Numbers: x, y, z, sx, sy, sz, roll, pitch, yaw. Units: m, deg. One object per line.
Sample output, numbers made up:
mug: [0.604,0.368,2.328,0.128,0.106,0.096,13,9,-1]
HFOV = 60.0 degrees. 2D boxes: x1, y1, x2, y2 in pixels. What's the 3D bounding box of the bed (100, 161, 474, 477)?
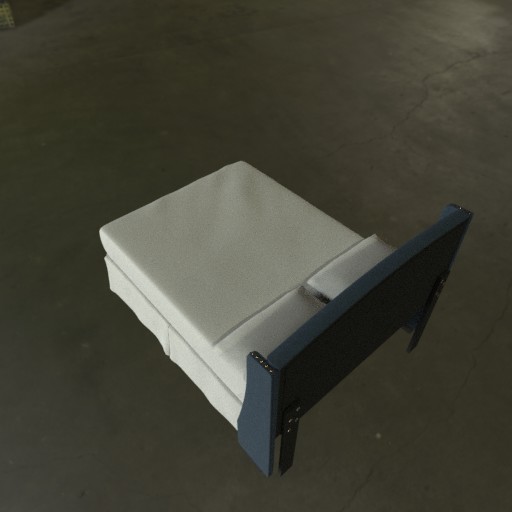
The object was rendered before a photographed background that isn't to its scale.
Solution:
bed: [0.000,0.000,3.362,1.710,1.407,2.237,-32,53,-28]
